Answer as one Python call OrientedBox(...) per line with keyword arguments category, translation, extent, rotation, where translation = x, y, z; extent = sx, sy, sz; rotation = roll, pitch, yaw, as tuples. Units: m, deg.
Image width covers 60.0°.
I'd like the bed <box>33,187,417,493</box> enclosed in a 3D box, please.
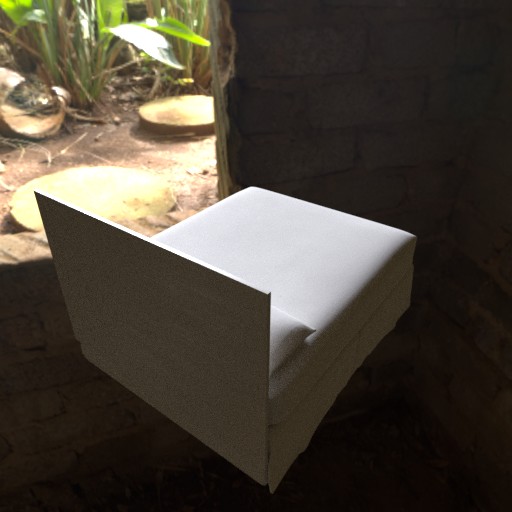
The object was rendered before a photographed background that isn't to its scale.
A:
OrientedBox(category="bed", translation=(0.000, 0.000, 3.136), extent=(1.745, 1.335, 2.094), rotation=(22, 38, 31))
